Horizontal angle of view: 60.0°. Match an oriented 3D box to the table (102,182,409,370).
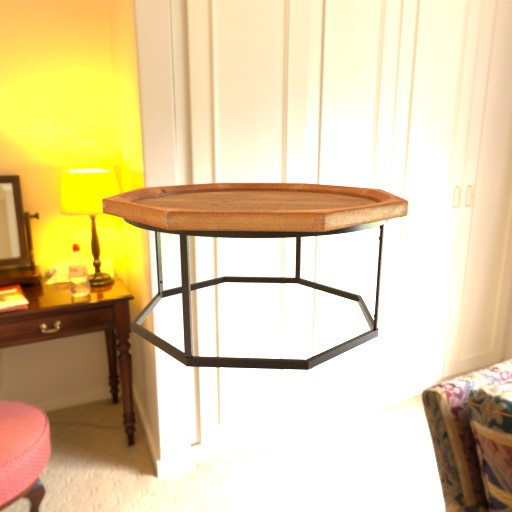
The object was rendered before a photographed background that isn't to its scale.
[{"bbox_3d":[0.000,0.000,1.572,1.002,0.444,1.002,0,14,0],"label":"table"}]
